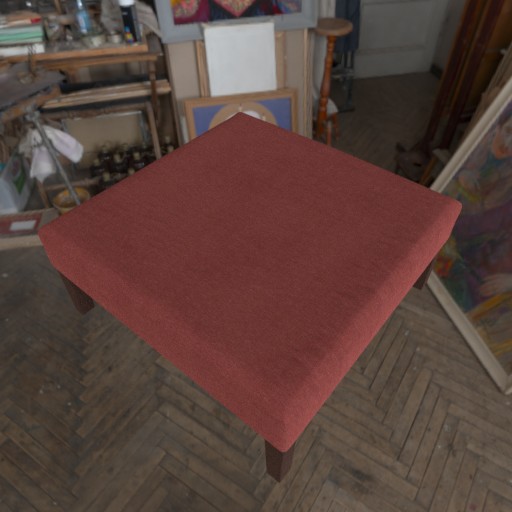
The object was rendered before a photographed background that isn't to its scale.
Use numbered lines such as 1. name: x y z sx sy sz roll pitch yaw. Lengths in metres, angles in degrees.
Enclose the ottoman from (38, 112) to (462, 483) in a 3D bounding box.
1. ottoman: 0.000 0.000 1.406 0.890 0.411 0.889 30 53 26
